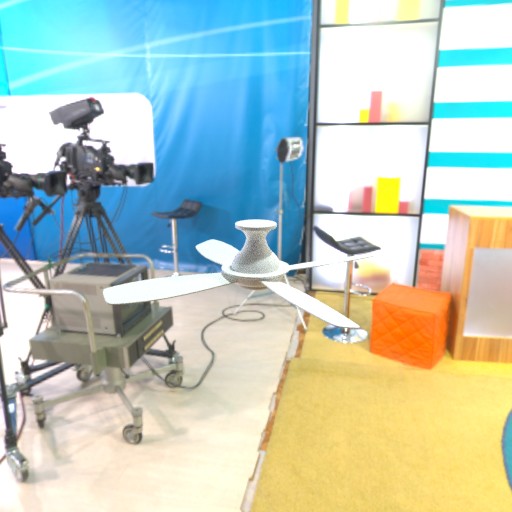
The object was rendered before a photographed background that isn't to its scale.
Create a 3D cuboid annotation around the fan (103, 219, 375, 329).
[{"bbox_3d":[0.000,0.000,2.541,1.693,0.382,1.694,-8,17,-26],"label":"fan"}]
